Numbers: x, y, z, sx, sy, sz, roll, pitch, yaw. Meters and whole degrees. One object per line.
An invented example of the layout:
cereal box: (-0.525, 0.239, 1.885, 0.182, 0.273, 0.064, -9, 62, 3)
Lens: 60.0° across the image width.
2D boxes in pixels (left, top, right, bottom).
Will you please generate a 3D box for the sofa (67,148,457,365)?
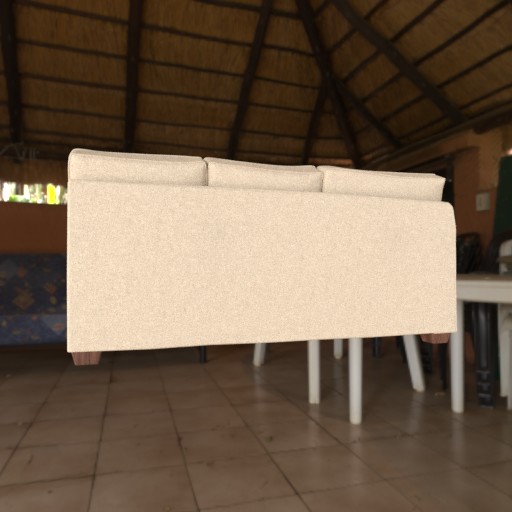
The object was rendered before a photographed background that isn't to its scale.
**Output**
sofa: (0.000, 0.000, 2.574, 1.962, 0.946, 1.034, 0, -1, -17)
